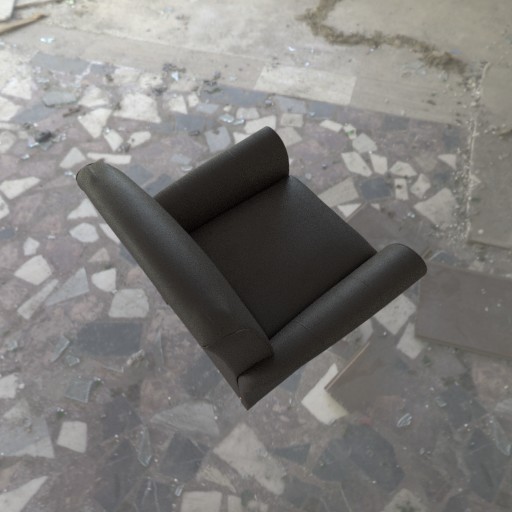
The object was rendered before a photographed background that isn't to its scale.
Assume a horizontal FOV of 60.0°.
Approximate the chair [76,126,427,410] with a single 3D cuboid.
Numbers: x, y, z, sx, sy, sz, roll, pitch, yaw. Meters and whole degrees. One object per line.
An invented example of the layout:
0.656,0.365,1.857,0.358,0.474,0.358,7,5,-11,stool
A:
0.000,0.000,1.783,0.902,1.061,0.978,-34,64,-19,chair
